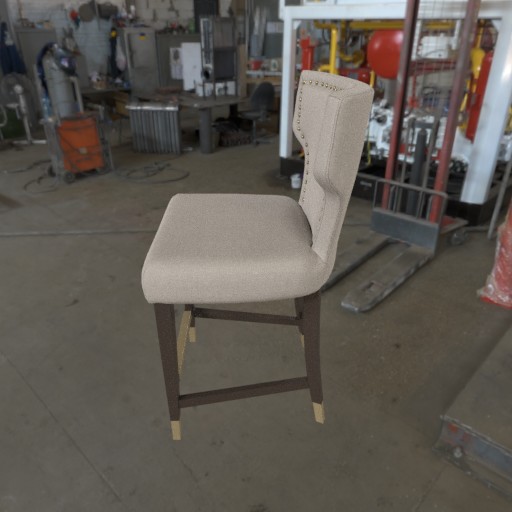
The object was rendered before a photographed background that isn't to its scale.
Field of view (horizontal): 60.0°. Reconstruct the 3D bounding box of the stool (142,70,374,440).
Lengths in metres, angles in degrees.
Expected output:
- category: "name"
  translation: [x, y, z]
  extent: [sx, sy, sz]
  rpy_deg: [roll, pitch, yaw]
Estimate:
- category: "stool"
  translation: [0.000, 0.000, 1.316]
  extent: [0.563, 0.982, 0.527]
  rpy_deg: [-1, 28, -1]
